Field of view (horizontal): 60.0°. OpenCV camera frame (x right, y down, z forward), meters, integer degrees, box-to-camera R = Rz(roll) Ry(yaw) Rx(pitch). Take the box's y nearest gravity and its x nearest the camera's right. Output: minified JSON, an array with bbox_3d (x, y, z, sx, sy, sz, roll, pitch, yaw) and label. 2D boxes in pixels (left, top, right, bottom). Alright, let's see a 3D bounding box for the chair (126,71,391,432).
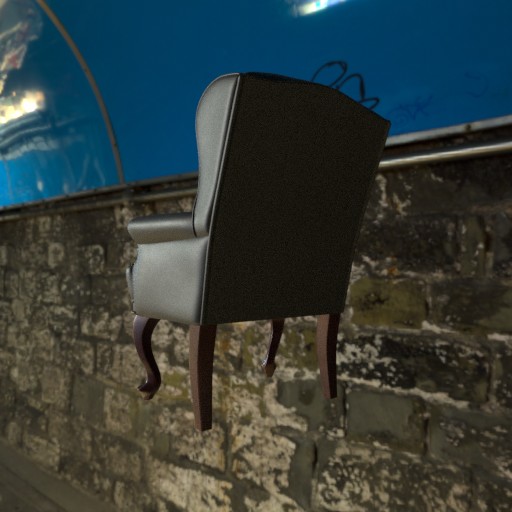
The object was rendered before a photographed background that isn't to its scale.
[{"bbox_3d":[0.000,0.000,1.678,0.838,1.111,0.762,1,-2,-37],"label":"chair"}]
